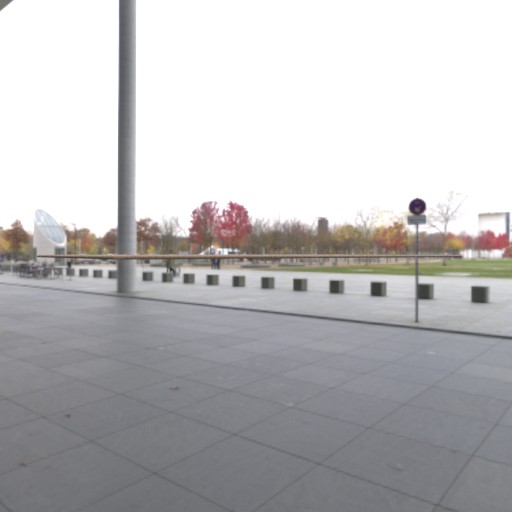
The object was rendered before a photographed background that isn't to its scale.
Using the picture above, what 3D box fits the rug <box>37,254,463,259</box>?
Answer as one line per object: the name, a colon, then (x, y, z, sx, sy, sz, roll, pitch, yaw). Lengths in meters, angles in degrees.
rug: (0.000, 0.000, 2.044, 1.668, 0.012, 1.061, 0, 0, -36)
